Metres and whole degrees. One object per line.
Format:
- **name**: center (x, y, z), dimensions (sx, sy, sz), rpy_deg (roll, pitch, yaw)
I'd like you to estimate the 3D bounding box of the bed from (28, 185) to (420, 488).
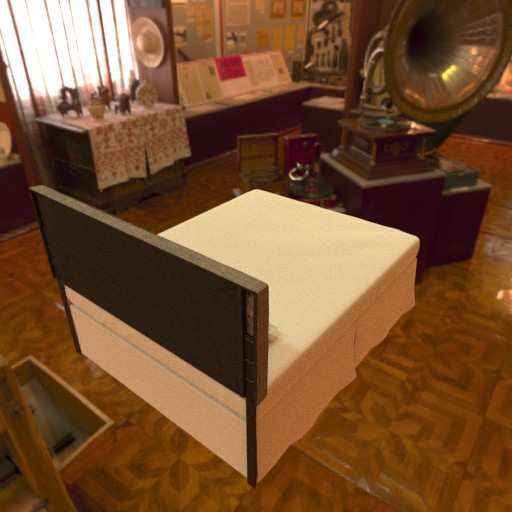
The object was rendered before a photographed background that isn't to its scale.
- **bed**: center (0.000, 0.000, 2.915), dimensions (1.621, 1.168, 1.958), rpy_deg (22, 37, 33)
